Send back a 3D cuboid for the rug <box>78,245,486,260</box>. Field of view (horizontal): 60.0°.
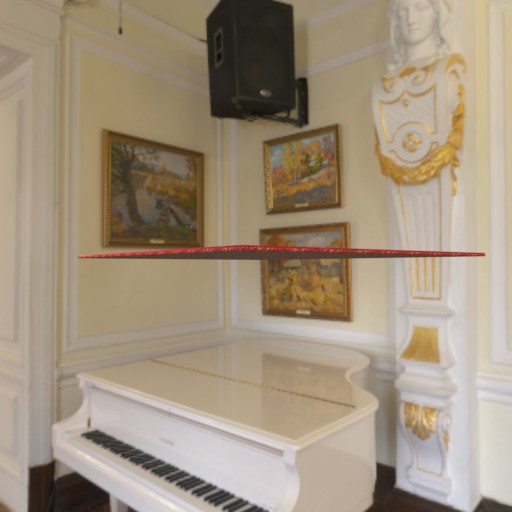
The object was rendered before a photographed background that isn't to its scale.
[{"bbox_3d":[0.000,0.000,3.932,2.340,0.028,2.905,1,-2,-36],"label":"rug"}]
